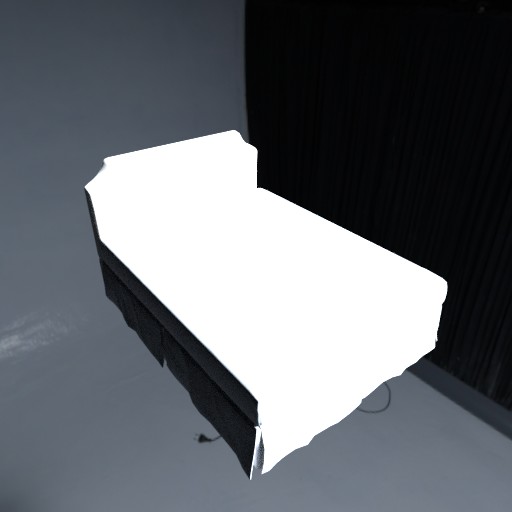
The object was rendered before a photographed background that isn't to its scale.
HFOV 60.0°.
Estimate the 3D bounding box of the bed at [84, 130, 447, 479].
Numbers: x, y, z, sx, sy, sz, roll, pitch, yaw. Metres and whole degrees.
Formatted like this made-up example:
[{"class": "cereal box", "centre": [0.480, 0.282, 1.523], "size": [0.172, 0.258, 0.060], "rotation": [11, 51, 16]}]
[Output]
[{"class": "bed", "centre": [0.000, 0.000, 3.662], "size": [1.977, 1.293, 2.498], "rotation": [-23, 38, -32]}]
